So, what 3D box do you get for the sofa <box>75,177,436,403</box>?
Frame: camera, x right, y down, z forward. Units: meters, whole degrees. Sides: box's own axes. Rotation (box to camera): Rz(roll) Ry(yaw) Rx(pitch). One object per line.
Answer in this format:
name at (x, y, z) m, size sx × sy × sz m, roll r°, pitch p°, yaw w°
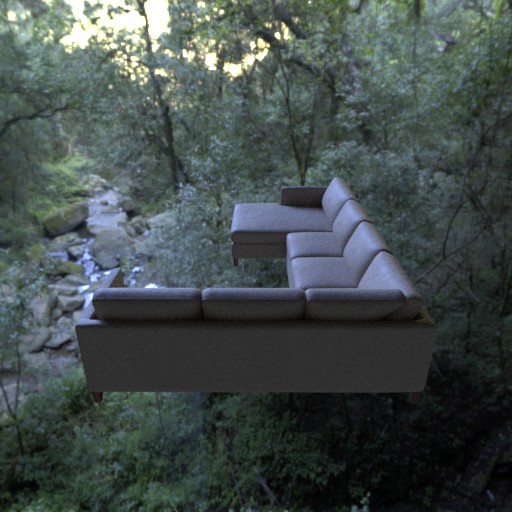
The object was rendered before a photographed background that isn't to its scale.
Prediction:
sofa at (0.000, 0.000, 4.669) m, size 2.551 × 0.889 × 3.403 m, roll 0°, pitch 25°, yaw 0°
